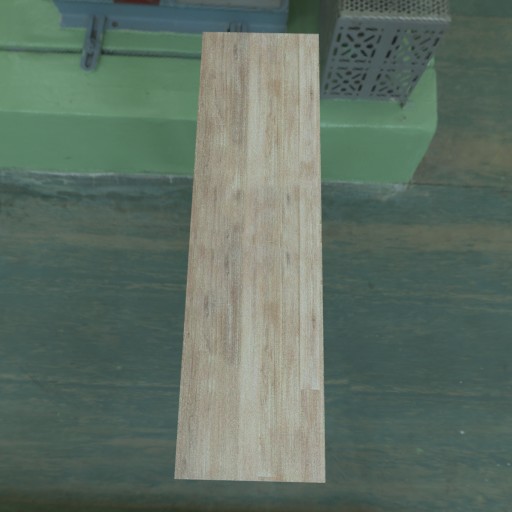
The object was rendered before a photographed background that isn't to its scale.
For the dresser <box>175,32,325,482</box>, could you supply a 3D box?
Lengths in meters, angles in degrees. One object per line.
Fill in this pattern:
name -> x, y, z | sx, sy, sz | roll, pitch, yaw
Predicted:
dresser -> 0.000, 0.000, 1.915 | 0.455, 0.788, 1.602 | 1, 75, 0
